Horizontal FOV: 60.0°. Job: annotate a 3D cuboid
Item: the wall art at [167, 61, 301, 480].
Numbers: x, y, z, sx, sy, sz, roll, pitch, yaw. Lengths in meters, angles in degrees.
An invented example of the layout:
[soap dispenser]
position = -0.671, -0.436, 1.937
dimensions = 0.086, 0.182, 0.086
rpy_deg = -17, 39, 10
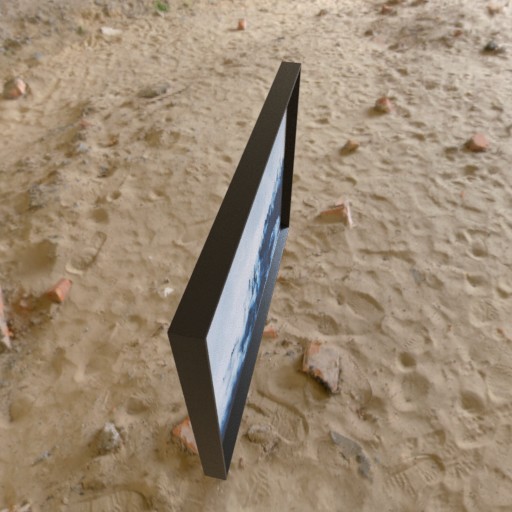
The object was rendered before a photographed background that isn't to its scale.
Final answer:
[wall art]
position = 0.000, 0.000, 1.184
dimensions = 0.058, 0.640, 0.939
rpy_deg = 9, 48, 9
